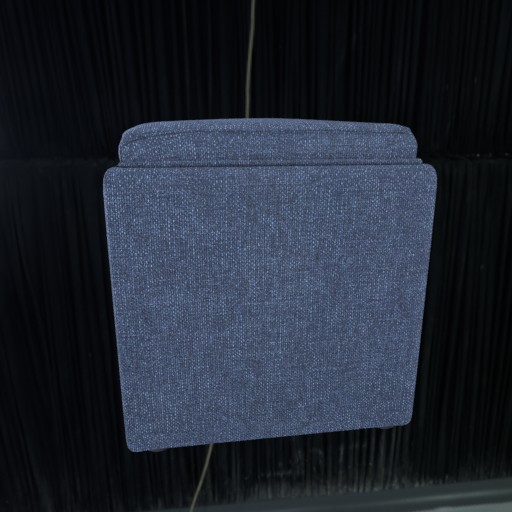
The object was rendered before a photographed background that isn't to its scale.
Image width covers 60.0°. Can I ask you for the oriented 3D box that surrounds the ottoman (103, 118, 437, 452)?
[{"bbox_3d":[0.000,0.000,0.831,0.454,0.493,0.436,-2,16,-8],"label":"ottoman"}]
